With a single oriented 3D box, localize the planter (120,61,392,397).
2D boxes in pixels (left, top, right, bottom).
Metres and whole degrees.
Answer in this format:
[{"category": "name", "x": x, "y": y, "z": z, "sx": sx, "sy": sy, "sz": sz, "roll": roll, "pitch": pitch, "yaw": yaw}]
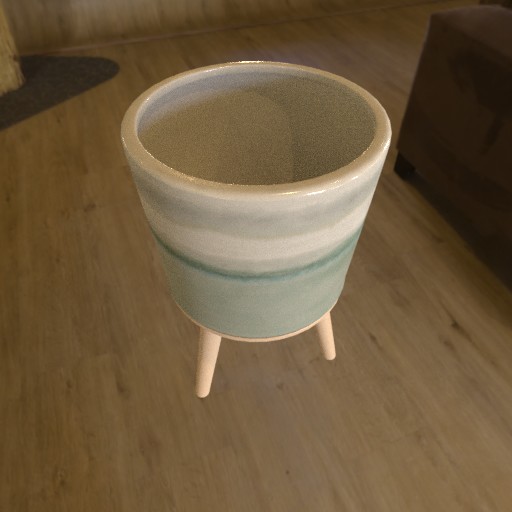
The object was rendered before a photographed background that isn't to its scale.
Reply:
[{"category": "planter", "x": 0.000, "y": 0.000, "z": 0.583, "sx": 0.265, "sy": 0.404, "sz": 0.265, "roll": -3, "pitch": 46, "yaw": -3}]
